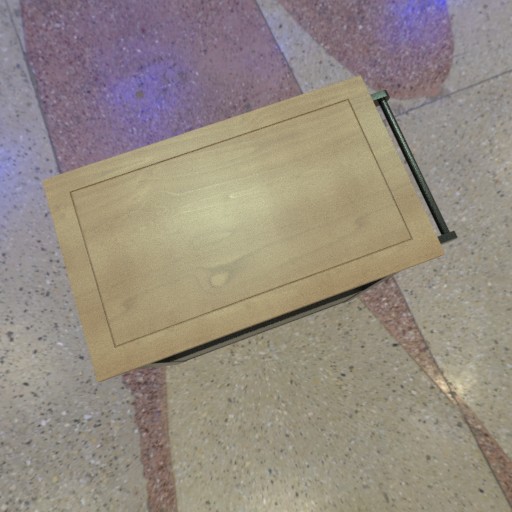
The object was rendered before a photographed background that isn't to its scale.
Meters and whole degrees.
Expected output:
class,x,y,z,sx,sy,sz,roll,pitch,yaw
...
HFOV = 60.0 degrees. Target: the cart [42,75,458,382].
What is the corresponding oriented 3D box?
class,x,y,z,sx,sy,sz,roll,pitch,yaw
cart,0.000,0.000,1.399,0.840,0.901,0.459,-20,78,-4
